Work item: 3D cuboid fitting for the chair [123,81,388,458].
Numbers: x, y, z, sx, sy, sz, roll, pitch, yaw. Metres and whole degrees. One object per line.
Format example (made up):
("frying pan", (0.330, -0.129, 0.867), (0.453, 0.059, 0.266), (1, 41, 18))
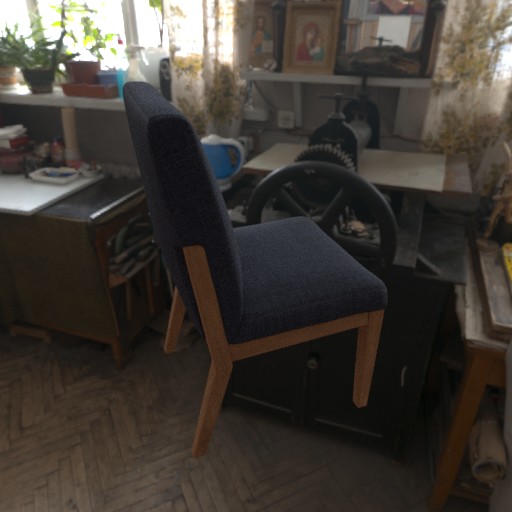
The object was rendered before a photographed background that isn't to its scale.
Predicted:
("chair", (0.000, 0.000, 1.258), (0.586, 0.911, 0.507), (-10, 30, -17))
